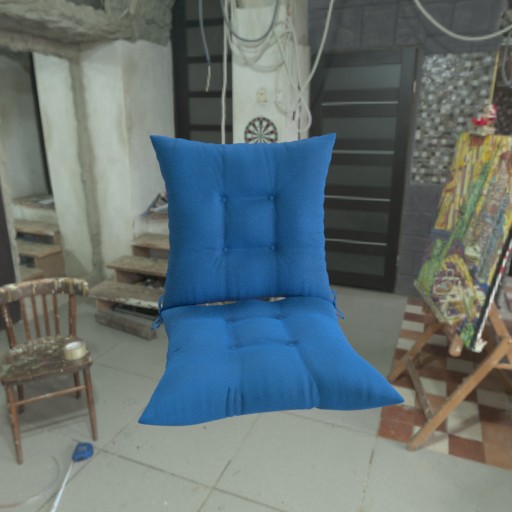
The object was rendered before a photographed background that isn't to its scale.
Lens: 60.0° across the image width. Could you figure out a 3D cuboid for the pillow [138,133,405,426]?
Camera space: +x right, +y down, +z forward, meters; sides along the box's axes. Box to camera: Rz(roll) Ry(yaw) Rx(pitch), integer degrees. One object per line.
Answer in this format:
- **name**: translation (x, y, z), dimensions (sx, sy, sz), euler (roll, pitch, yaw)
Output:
- **pillow**: translation (0.000, 0.000, 1.033), dimensions (0.541, 0.536, 0.585), euler (-2, 17, -7)
